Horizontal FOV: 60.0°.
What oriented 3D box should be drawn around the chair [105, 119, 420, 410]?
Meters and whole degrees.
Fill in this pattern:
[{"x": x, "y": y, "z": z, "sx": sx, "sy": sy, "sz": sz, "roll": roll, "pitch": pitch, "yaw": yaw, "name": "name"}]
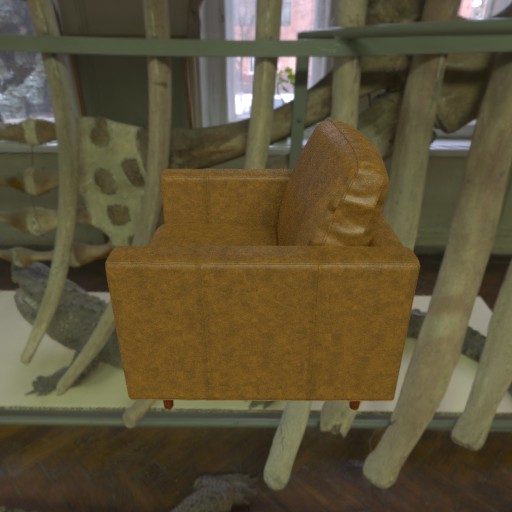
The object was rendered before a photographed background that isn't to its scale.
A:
[{"x": 0.000, "y": 0.000, "z": 1.701, "sx": 0.909, "sy": 0.956, "sz": 0.890, "roll": 0, "pitch": 28, "yaw": 0, "name": "chair"}]
